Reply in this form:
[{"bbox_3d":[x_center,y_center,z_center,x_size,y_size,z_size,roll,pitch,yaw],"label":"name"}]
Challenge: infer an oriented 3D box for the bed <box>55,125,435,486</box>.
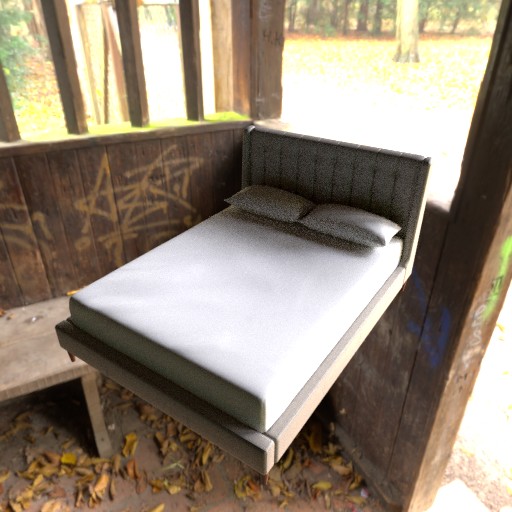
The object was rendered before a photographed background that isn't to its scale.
[{"bbox_3d":[0.000,0.000,3.125,1.656,1.147,2.232,19,35,29],"label":"bed"}]
